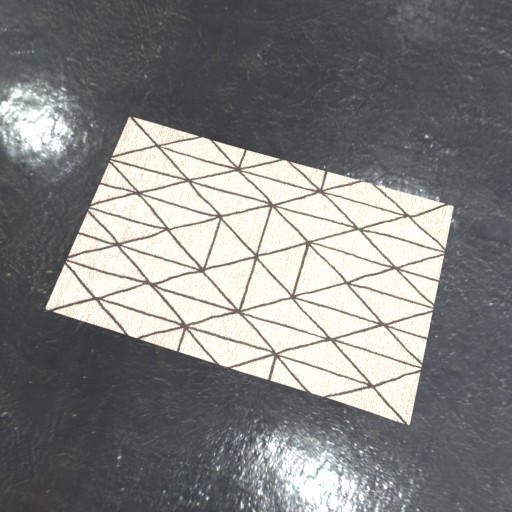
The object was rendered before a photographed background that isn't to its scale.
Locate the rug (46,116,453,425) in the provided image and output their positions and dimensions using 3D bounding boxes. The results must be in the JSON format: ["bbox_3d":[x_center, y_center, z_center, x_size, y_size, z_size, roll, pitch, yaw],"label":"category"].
[{"bbox_3d":[0.000,0.000,3.047,2.465,0.008,1.526,17,75,5],"label":"rug"}]
